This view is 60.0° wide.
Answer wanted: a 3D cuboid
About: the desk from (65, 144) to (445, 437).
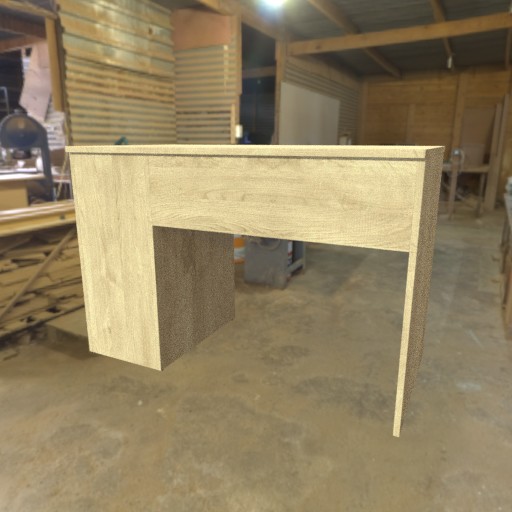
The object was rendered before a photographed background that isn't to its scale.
[{"bbox_3d":[0.000,0.000,1.528,1.097,0.735,0.560,7,16,25],"label":"desk"}]
